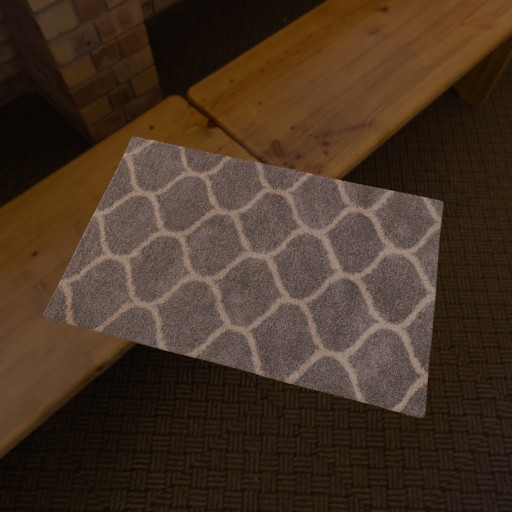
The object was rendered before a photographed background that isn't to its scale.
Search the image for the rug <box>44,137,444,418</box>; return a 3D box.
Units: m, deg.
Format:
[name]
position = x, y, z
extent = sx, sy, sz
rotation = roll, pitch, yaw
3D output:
[rug]
position = 0.000, 0.000, 2.944
extent = 2.348, 0.025, 1.501
rotation = 13, 64, 7
